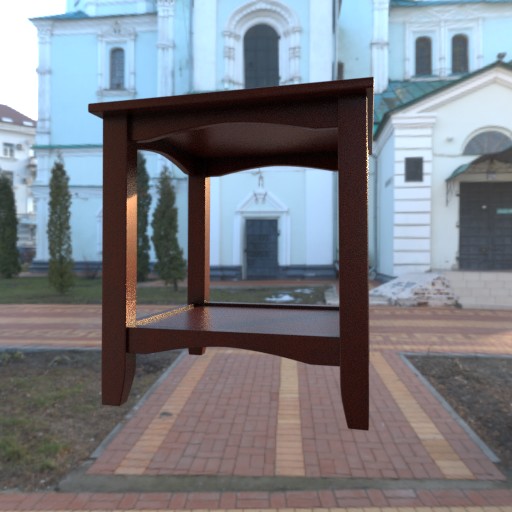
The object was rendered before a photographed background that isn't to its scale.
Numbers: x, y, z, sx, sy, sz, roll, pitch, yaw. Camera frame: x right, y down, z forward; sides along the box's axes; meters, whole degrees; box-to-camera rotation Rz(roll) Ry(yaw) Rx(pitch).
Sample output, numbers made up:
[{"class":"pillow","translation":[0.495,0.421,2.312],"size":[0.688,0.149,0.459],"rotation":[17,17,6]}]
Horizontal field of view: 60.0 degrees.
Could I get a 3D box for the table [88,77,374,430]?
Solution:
[{"class":"table","translation":[0.000,0.000,0.987],"size":[0.523,0.558,0.522],"rotation":[0,1,17]}]
